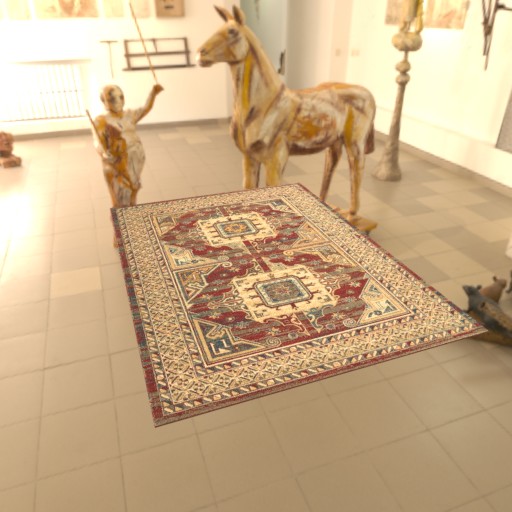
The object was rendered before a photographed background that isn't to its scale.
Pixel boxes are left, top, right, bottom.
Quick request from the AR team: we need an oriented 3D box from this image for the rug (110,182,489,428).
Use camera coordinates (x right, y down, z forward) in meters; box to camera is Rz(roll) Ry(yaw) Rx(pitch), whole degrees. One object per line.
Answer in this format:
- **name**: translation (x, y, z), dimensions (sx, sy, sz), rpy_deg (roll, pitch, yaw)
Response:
- **rug**: translation (0.000, 0.000, 4.122), dimensions (2.381, 0.013, 3.197), rpy_deg (-10, 32, -17)
